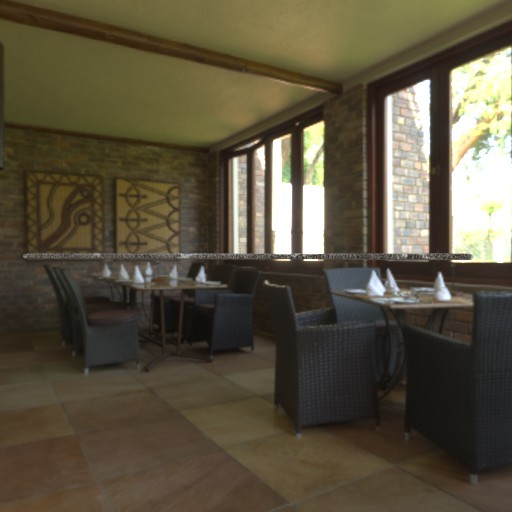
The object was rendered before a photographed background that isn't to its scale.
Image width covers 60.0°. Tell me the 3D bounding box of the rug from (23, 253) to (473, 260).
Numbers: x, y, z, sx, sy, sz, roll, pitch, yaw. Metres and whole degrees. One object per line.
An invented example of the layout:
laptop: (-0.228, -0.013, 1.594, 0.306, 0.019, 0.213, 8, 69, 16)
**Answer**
rug: (0.000, 0.000, 2.992, 2.438, 0.030, 1.524, 0, 0, 18)
